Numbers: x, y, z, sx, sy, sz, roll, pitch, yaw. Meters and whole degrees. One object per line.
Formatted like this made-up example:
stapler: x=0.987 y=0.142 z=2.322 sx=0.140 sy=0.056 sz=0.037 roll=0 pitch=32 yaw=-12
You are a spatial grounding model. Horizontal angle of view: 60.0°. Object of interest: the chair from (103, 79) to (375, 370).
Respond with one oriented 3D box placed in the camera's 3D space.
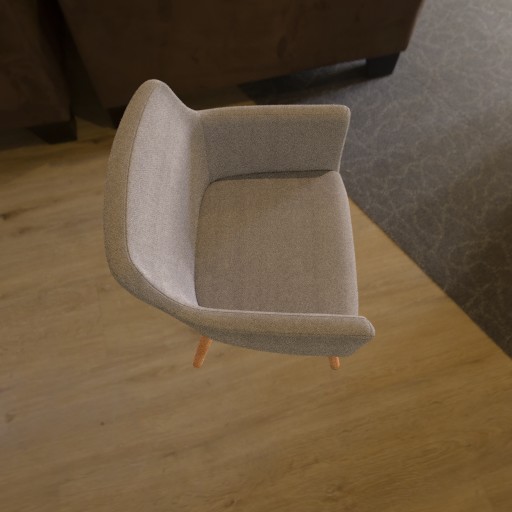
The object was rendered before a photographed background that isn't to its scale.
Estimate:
chair: x=0.000 y=0.000 z=1.143 sx=0.540 sy=0.780 sz=0.570 roll=1 pitch=64 yaw=0
